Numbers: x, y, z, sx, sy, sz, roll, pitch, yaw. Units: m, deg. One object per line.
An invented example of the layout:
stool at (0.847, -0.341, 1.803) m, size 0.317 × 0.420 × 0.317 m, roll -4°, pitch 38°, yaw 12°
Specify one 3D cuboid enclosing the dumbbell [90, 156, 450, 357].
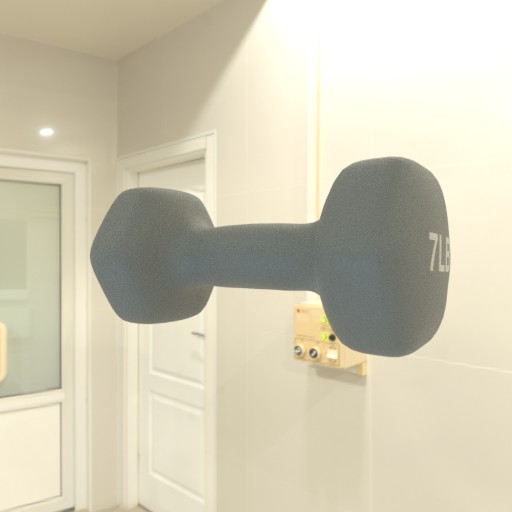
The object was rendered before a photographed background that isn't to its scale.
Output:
dumbbell at (0.000, 0.000, 0.232) m, size 0.184 × 0.081 × 0.090 m, roll 0°, pitch 0°, yaw 35°
